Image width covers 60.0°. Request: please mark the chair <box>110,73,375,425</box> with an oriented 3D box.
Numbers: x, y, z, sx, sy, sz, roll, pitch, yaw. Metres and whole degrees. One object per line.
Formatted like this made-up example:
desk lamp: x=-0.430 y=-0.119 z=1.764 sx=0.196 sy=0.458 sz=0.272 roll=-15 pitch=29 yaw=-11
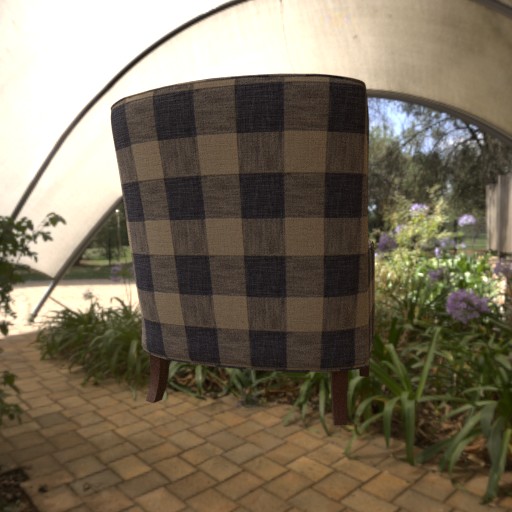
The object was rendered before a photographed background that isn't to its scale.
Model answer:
chair: x=0.000 y=0.000 z=1.651 sx=0.830 sy=1.041 sz=0.889 roll=0 pitch=1 yaw=18
